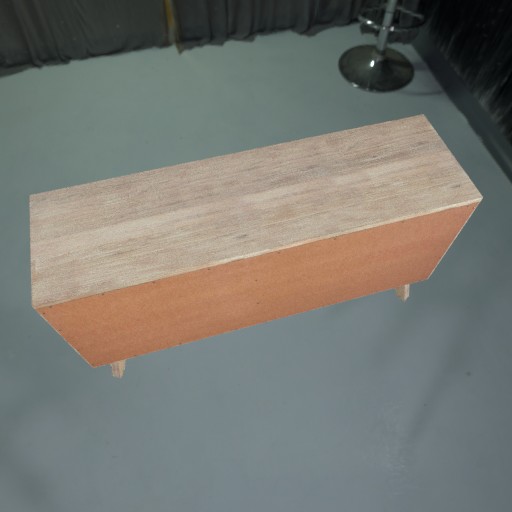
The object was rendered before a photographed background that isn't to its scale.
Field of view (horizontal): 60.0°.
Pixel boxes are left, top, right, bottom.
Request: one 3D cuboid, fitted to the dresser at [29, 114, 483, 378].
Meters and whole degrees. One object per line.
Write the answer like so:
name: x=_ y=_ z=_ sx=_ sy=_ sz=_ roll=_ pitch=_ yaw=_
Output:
dresser: x=0.000 y=0.000 z=1.922 sx=1.554 sy=0.805 sz=0.455 roll=-14 pitch=59 yaw=-8
